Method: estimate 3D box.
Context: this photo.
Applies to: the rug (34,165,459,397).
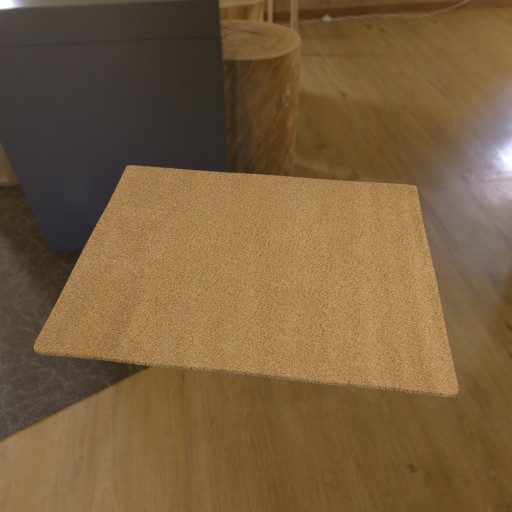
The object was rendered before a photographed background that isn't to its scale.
[{"bbox_3d":[0.000,0.000,2.044,1.600,0.025,1.199,5,48,4],"label":"rug"}]
